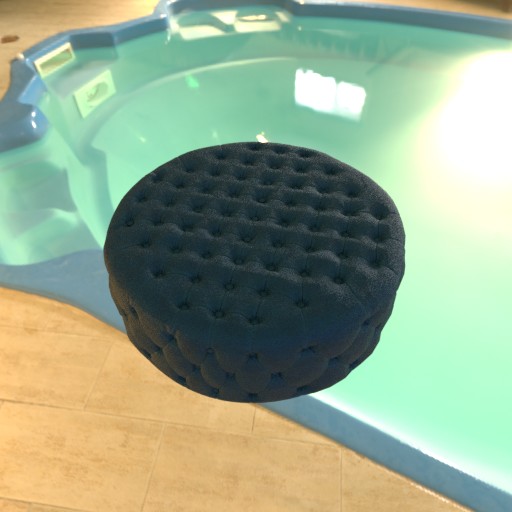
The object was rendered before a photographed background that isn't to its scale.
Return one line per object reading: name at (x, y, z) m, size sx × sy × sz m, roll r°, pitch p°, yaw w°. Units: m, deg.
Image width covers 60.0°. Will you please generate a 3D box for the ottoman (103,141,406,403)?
ottoman at (0.000, 0.000, 1.578) m, size 0.998 × 0.398 × 0.998 m, roll 0°, pitch 46°, yaw 0°
